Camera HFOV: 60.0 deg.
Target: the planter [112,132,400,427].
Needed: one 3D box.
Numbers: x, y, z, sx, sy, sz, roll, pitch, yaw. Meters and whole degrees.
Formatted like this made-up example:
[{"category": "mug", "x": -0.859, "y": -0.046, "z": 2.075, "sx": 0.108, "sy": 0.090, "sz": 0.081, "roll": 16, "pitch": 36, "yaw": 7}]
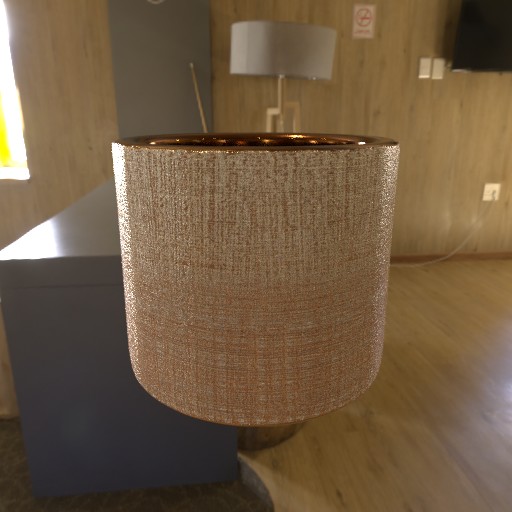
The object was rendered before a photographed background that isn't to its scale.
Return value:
[{"category": "planter", "x": 0.000, "y": 0.000, "z": 0.304, "sx": 0.177, "sy": 0.157, "sz": 0.177, "roll": 0, "pitch": 18, "yaw": 0}]
